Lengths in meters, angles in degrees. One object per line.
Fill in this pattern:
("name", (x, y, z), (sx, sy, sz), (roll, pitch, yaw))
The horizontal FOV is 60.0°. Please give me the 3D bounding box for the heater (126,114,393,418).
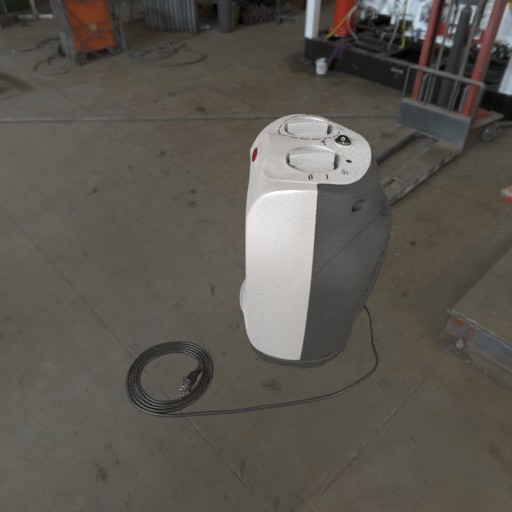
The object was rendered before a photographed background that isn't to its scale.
("heater", (0.000, 0.000, 0.474), (0.291, 0.255, 0.239), (1, 41, 1))
